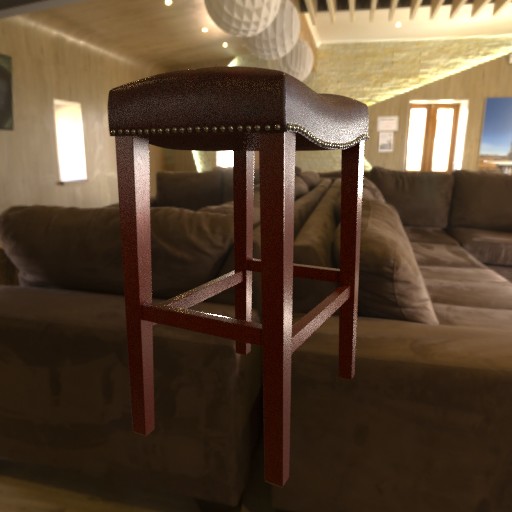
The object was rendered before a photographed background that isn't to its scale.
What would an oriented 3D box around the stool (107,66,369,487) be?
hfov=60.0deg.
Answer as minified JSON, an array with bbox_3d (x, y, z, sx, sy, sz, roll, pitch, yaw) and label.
[{"bbox_3d":[0.000,0.000,1.020,0.372,0.742,0.504,7,15,27],"label":"stool"}]
